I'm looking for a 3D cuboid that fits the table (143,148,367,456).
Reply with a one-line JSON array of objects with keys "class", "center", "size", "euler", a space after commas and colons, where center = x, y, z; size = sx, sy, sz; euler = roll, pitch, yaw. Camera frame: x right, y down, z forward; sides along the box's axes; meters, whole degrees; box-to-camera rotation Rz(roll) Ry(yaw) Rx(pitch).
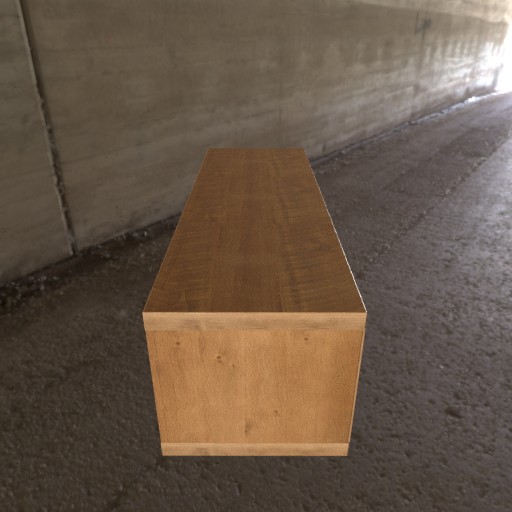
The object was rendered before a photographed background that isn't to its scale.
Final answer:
[{"class": "table", "center": [0.000, 0.000, 1.757], "size": [0.499, 0.491, 1.499], "euler": [0, 27, 0]}]
